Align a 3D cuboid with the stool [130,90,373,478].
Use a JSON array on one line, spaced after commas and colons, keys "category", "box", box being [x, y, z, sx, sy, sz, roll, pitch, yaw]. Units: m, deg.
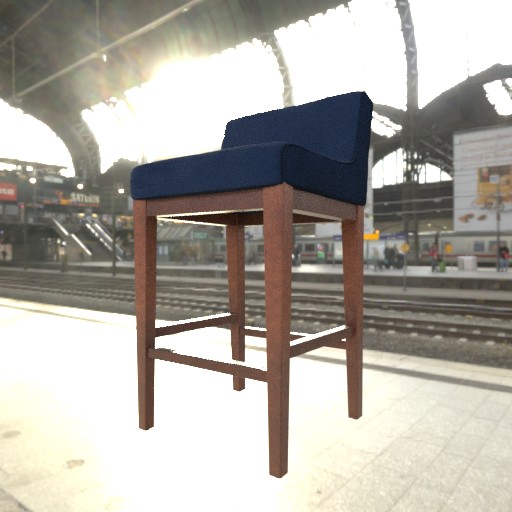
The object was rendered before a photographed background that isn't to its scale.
[{"category": "stool", "box": [0.000, 0.000, 1.255, 0.511, 0.945, 0.516, 0, 1, 36]}]
